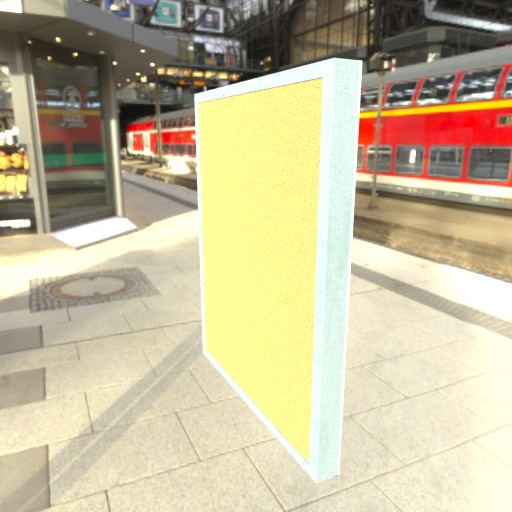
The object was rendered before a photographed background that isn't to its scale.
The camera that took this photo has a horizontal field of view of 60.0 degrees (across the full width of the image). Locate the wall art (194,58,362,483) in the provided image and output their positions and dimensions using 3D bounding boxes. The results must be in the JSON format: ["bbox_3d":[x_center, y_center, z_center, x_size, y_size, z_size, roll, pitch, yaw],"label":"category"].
[{"bbox_3d":[0.000,0.000,0.691,0.037,0.509,0.409,-7,16,-27],"label":"wall art"}]
